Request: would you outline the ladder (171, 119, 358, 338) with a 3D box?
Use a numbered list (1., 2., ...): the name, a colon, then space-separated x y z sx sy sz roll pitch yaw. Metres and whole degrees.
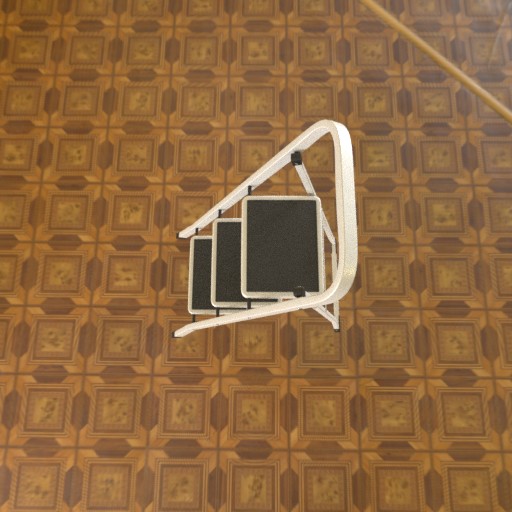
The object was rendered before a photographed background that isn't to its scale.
1. ladder: 0.000 0.000 1.411 0.711 1.050 0.460 0 76 0
